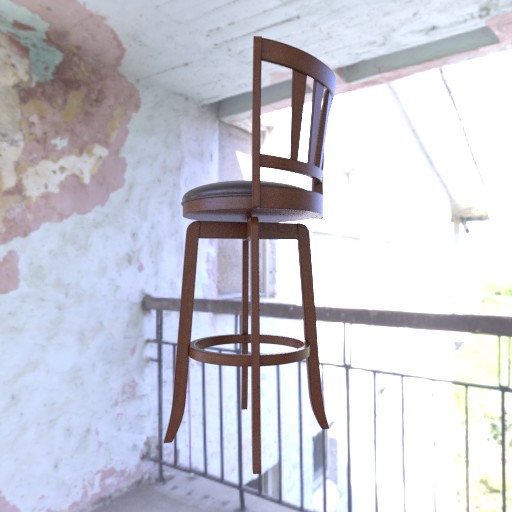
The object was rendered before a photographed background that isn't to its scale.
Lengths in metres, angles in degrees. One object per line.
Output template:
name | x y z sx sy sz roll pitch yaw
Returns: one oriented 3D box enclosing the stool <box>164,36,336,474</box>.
stool | 0.000 0.000 1.456 0.503 1.177 0.464 -1 -1 36
